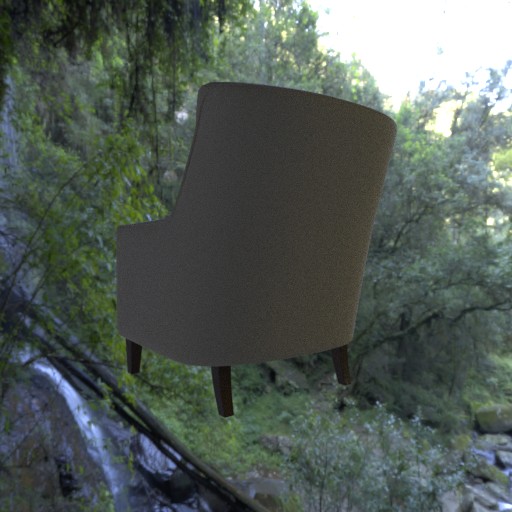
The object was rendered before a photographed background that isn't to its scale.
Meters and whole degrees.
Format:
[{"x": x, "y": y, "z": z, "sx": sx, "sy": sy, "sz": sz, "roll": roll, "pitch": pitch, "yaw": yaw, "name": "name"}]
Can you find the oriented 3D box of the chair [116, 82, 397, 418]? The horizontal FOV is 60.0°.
[{"x": 0.000, "y": 0.000, "z": 1.590, "sx": 0.756, "sy": 0.916, "sz": 0.879, "roll": -1, "pitch": 2, "yaw": -36, "name": "chair"}]
